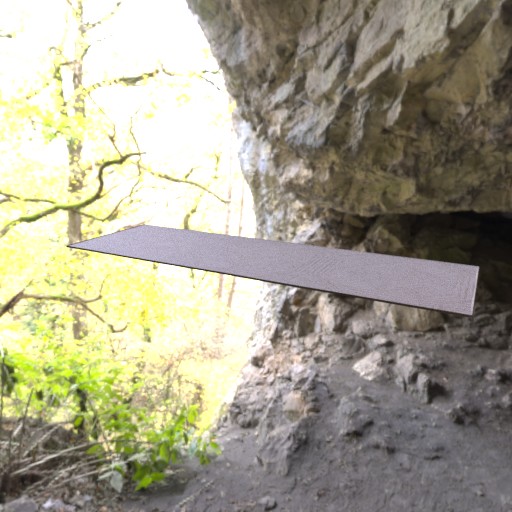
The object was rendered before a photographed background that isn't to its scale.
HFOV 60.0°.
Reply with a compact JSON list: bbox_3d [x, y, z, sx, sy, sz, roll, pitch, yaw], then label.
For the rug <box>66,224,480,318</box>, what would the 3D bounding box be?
[{"bbox_3d":[0.000,0.000,2.727,2.452,0.012,0.775,8,18,27],"label":"rug"}]
